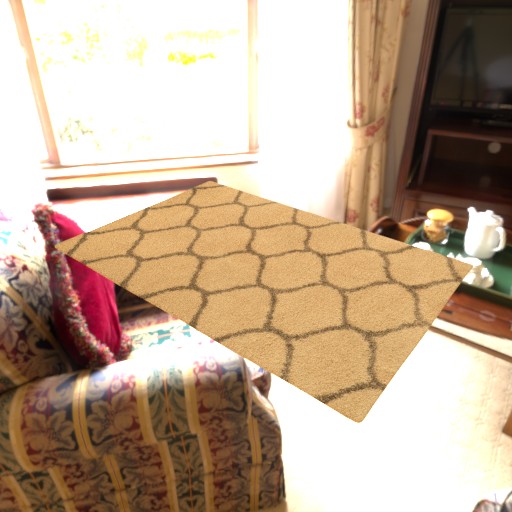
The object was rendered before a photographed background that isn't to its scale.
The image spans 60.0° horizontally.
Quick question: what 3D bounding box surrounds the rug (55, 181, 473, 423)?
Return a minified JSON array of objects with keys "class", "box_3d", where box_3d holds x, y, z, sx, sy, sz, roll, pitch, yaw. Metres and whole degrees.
[{"class":"rug","box_3d":[0.000,0.000,3.410,2.701,0.026,1.801,22,38,32]}]
